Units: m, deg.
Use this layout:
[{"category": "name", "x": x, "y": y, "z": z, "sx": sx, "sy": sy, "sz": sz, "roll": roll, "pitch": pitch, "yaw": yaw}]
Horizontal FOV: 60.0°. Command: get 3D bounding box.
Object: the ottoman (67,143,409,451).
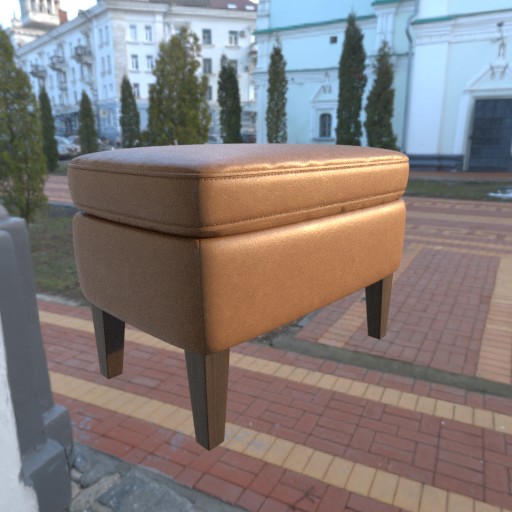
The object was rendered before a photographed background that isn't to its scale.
[{"category": "ottoman", "x": 0.000, "y": 0.000, "z": 0.978, "sx": 0.420, "sy": 0.480, "sz": 0.670, "roll": 14, "pitch": 20, "yaw": 41}]
